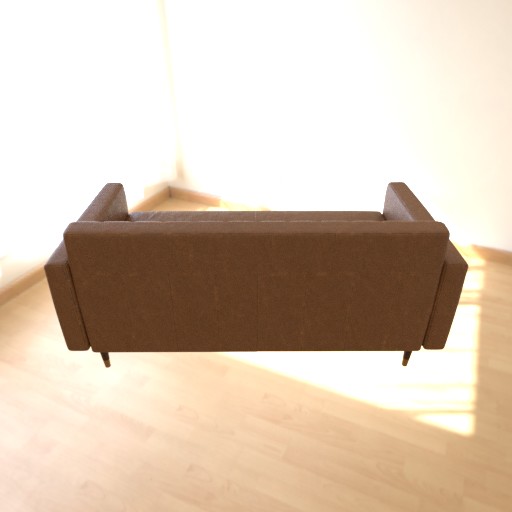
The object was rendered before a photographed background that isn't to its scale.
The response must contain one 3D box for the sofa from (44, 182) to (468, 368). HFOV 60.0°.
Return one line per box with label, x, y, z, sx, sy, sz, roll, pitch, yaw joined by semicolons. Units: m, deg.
sofa;0.000;0.000;2.422;1.847;0.821;0.993;0;31;0
